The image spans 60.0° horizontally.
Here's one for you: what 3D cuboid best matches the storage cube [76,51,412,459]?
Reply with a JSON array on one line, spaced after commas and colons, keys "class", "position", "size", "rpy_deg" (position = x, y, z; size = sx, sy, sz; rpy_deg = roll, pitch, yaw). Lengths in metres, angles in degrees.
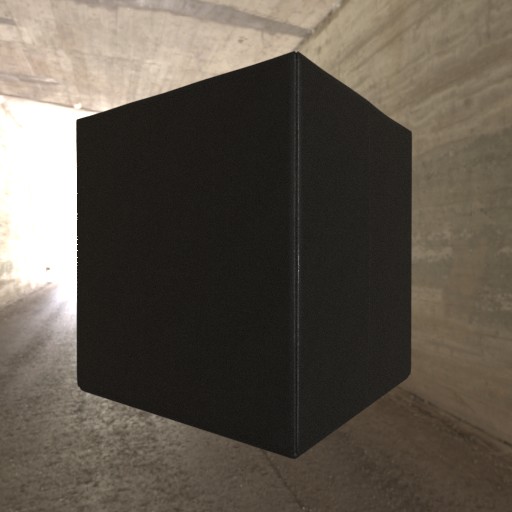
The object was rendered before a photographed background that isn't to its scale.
[{"class": "storage cube", "position": [0.000, 0.000, 0.484], "size": [0.270, 0.280, 0.270], "rpy_deg": [0, 1, 36]}]
